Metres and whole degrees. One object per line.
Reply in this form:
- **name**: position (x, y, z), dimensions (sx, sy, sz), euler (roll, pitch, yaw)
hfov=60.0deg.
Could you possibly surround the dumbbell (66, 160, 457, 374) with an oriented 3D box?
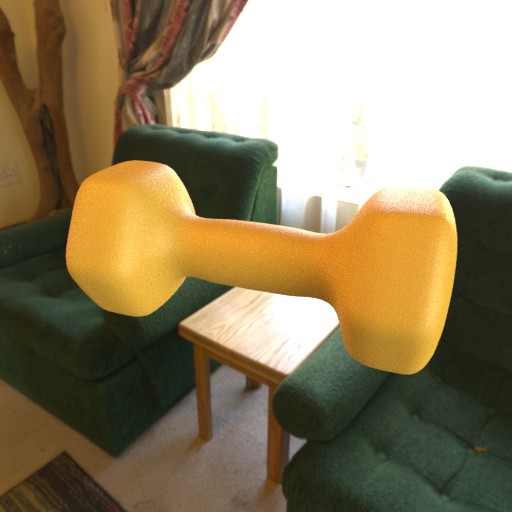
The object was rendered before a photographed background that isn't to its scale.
- **dumbbell**: position (0.000, 0.000, 0.233), dimensions (0.190, 0.082, 0.090), euler (9, 28, 18)
